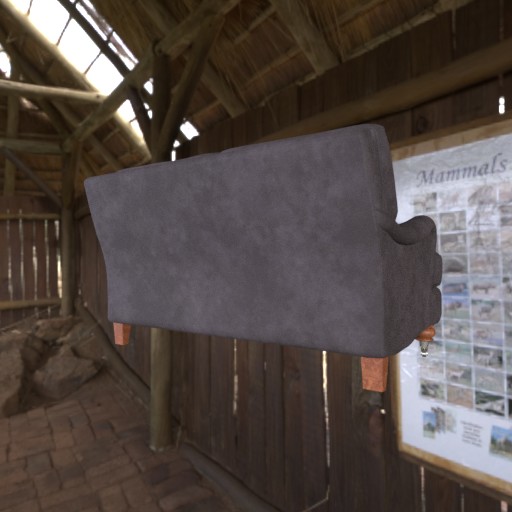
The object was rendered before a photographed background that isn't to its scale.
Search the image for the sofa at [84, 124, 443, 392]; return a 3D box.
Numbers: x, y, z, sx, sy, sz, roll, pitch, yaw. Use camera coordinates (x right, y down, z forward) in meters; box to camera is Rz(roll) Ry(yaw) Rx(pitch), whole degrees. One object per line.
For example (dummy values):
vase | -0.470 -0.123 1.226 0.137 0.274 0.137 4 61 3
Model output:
sofa | 0.000 0.000 2.550 1.853 1.101 1.084 0 0 36
